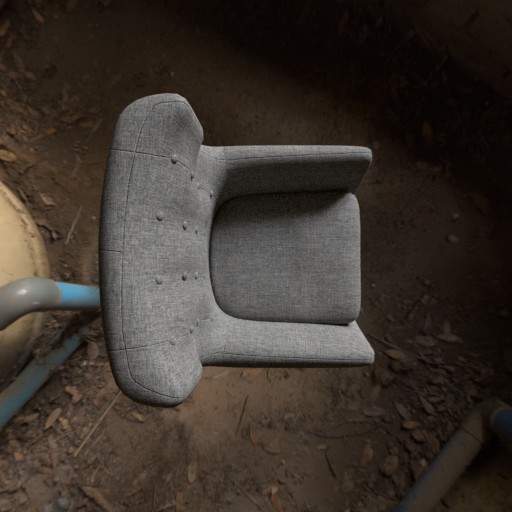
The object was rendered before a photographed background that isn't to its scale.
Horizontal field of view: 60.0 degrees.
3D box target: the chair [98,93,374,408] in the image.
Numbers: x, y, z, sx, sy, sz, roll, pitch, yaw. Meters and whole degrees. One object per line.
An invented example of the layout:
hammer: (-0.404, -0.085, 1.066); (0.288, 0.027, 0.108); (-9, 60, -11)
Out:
chair: (0.000, 0.000, 1.719); (0.904, 1.063, 0.878); (0, 88, 0)
